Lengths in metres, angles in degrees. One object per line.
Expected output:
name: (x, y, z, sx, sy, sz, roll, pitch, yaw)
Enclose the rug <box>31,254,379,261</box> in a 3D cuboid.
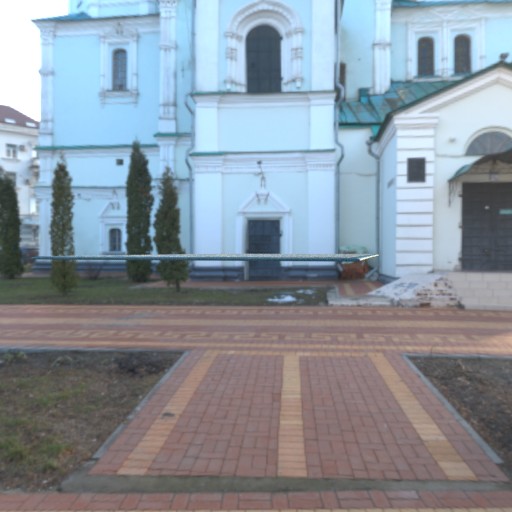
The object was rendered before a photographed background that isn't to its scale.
rug: (0.000, 0.000, 3.576, 1.830, 0.018, 2.769, 0, 1, 17)
